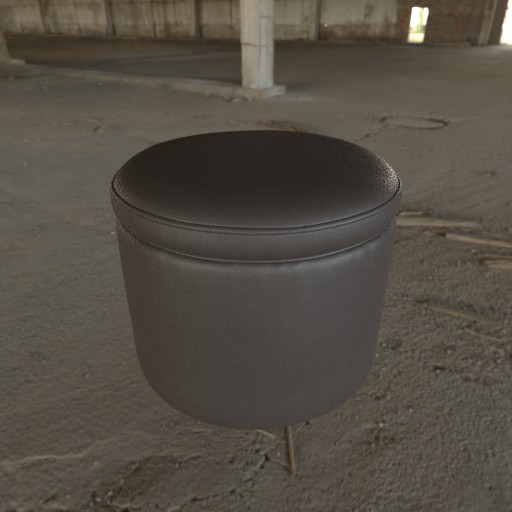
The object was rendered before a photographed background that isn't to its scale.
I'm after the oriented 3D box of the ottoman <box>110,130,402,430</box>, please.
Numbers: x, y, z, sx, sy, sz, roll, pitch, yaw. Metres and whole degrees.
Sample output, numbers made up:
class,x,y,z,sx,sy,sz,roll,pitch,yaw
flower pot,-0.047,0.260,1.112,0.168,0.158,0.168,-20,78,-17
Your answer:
class,x,y,z,sx,sy,sz,roll,pitch,yaw
ottoman,0.000,0.000,0.861,0.500,0.409,0.500,0,28,0
